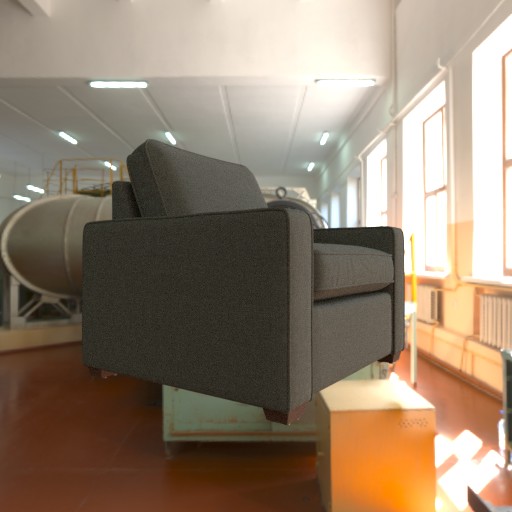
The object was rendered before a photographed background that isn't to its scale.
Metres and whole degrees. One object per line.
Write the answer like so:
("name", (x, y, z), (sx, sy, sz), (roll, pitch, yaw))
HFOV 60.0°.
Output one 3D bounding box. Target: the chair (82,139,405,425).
("chair", (0.000, 0.000, 1.816), (0.940, 0.919, 1.017), (0, 0, 35))
